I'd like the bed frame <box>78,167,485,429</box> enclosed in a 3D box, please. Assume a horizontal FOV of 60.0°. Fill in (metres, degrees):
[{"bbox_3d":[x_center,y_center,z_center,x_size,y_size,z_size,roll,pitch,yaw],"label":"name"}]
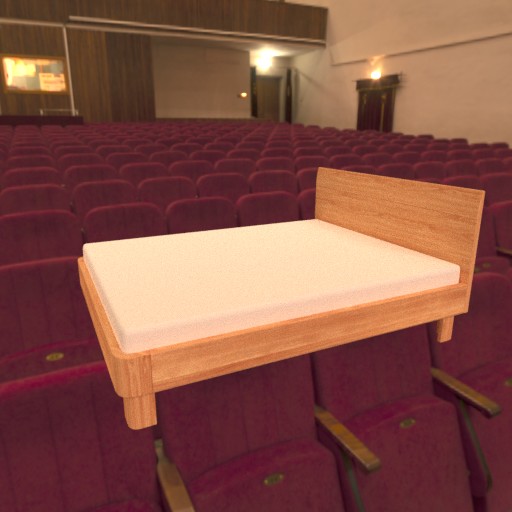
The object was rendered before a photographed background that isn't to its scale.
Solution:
[{"bbox_3d":[0.000,0.000,2.925,2.092,0.940,1.660,-8,18,-25],"label":"bed frame"}]
